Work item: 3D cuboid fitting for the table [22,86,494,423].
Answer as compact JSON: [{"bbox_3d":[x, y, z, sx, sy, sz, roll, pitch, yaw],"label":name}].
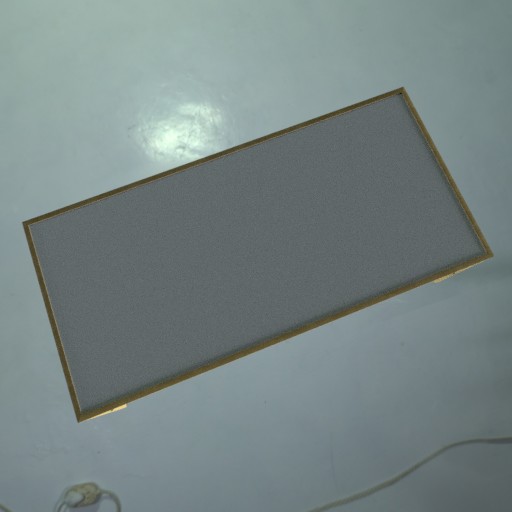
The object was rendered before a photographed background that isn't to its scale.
[{"bbox_3d":[0.000,0.000,1.444,1.206,0.398,0.580,-21,77,-5],"label":"table"}]
